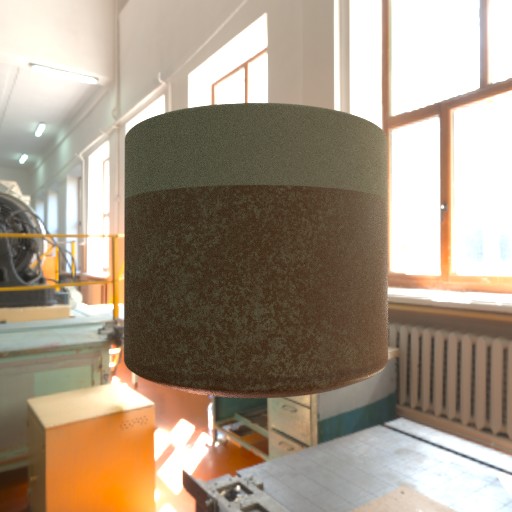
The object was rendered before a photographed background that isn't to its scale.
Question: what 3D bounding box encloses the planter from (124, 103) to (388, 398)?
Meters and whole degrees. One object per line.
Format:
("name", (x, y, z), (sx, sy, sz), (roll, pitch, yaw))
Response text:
("planter", (0.000, 0.000, 0.278), (0.159, 0.138, 0.159), (0, -1, 0))
